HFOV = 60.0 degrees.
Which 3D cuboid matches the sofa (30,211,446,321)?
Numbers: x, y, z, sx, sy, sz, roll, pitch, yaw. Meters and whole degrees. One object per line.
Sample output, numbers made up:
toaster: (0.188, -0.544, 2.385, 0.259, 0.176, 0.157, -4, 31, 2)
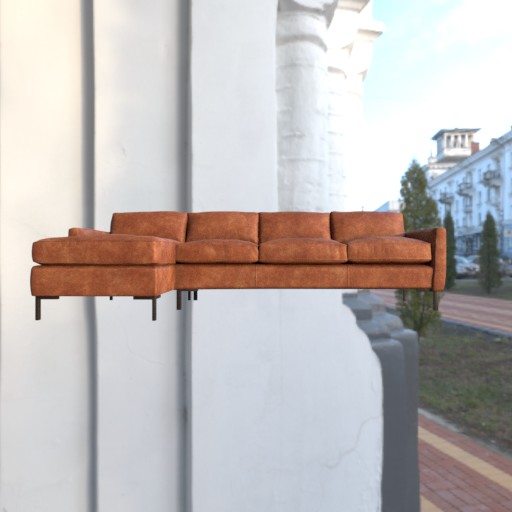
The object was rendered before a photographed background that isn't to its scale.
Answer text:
sofa: (0.000, 0.000, 3.615, 2.993, 0.859, 1.471, 0, 0, 1)
